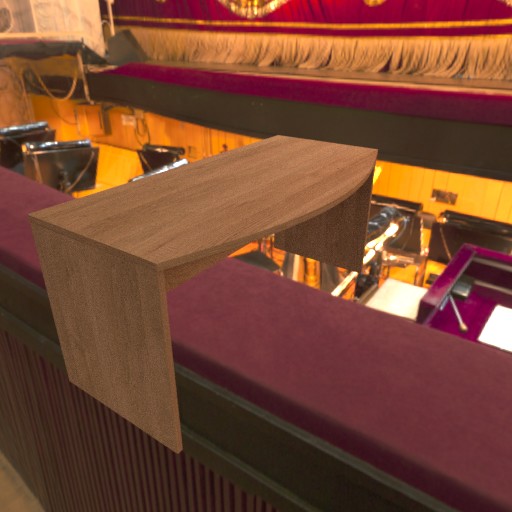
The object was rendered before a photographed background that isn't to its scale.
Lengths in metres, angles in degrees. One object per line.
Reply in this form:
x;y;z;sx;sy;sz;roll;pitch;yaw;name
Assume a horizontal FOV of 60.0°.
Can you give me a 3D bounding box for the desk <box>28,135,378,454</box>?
0.000;0.000;2.077;0.802;0.752;1.600;18;32;31;desk
